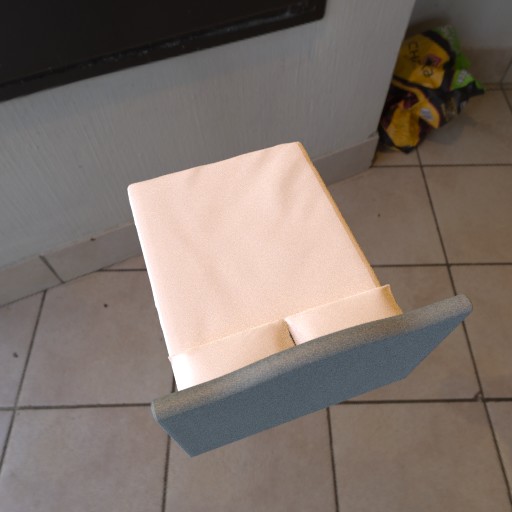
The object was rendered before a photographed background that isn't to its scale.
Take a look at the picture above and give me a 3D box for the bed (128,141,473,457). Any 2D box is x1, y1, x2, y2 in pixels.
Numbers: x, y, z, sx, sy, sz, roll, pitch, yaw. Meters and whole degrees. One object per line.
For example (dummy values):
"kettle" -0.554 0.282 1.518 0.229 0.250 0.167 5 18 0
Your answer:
"bed" 0.000 0.000 3.273 1.753 1.460 2.143 -17 60 -10
